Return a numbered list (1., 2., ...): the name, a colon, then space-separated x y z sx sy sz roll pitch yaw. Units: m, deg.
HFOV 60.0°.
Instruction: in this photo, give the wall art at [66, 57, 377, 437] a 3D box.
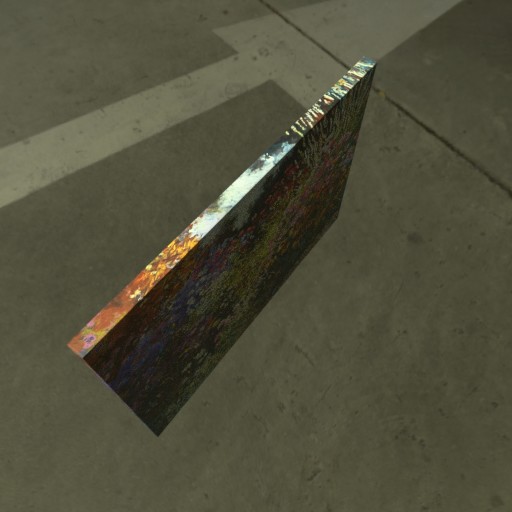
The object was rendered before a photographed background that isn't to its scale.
1. wall art: 0.000 0.000 1.115 0.037 0.604 0.908 32 63 19
